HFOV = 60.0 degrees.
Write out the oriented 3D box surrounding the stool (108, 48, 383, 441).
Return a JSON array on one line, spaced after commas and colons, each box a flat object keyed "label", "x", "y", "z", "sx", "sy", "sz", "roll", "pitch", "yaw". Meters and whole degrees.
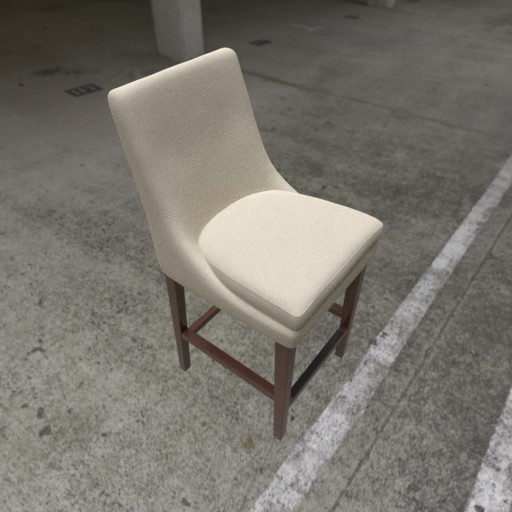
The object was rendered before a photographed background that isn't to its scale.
[{"label": "stool", "x": 0.000, "y": 0.000, "z": 1.304, "sx": 0.577, "sy": 0.981, "sz": 0.470, "roll": 27, "pitch": 48, "yaw": 27}]
